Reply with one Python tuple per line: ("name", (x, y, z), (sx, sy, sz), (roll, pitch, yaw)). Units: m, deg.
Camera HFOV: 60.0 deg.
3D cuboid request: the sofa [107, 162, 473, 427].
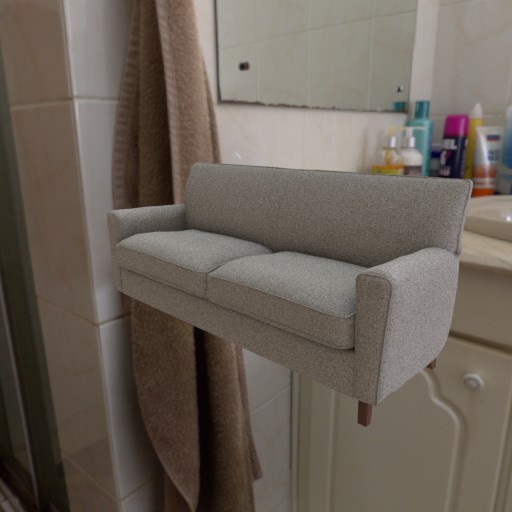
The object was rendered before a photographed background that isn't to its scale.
("sofa", (0.000, 0.000, 2.521), (2.026, 0.942, 0.854), (14, 21, 42))
